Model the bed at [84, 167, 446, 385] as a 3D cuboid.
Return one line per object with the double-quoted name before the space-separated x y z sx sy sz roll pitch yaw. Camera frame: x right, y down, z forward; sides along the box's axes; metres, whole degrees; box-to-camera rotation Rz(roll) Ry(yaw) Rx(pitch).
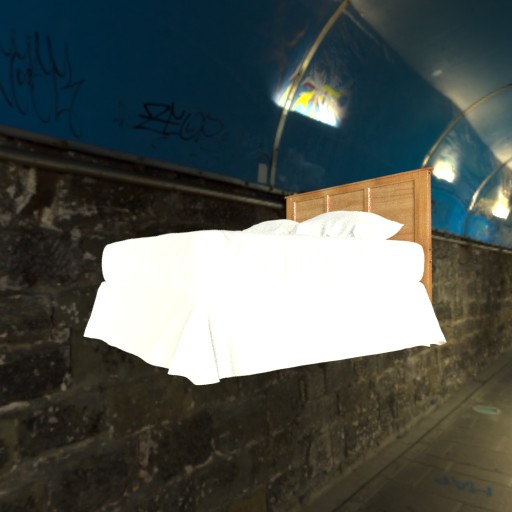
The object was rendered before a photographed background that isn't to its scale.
"bed" 0.000 0.000 3.289 2.035 1.273 1.870 1 -2 -35
